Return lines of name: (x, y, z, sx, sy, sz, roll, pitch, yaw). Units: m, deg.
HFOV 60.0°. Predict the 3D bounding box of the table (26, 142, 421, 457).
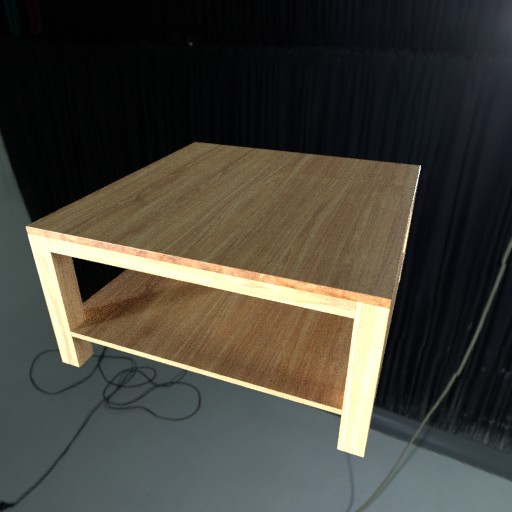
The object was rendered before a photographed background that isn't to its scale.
table: (0.000, 0.000, 1.453, 0.900, 0.450, 0.900, 11, 30, 19)
